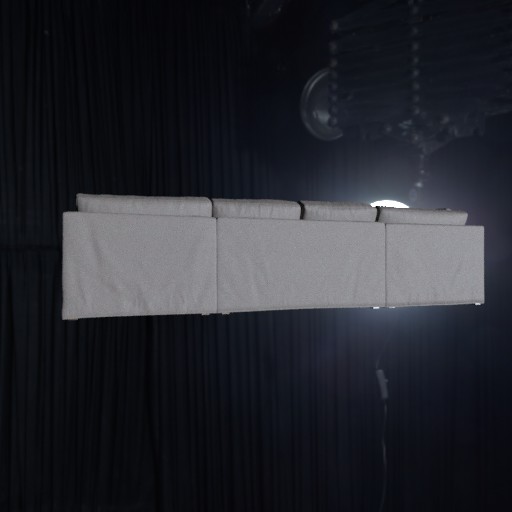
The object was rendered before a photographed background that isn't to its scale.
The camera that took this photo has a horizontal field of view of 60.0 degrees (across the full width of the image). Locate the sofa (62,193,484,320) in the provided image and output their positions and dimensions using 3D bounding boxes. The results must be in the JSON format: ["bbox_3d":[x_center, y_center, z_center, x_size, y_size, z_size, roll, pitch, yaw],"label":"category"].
[{"bbox_3d":[0.000,0.000,4.510,3.460,0.882,2.427,0,-1,-18],"label":"sofa"}]
